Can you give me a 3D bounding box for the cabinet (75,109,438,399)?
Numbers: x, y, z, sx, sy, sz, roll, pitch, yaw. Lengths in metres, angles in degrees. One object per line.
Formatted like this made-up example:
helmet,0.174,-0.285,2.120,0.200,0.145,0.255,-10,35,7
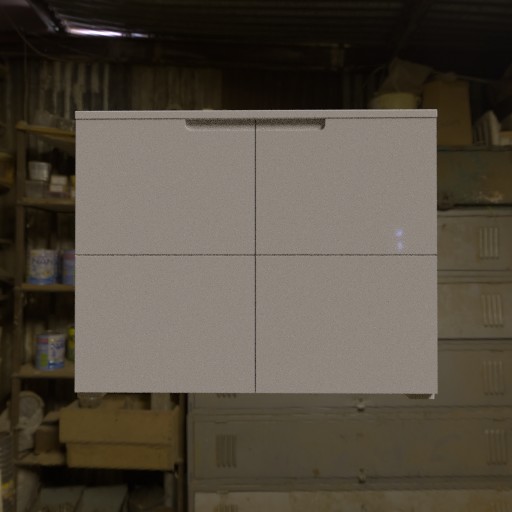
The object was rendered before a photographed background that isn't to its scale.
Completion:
cabinet,0.000,0.000,1.420,1.000,0.800,0.400,0,-1,1
